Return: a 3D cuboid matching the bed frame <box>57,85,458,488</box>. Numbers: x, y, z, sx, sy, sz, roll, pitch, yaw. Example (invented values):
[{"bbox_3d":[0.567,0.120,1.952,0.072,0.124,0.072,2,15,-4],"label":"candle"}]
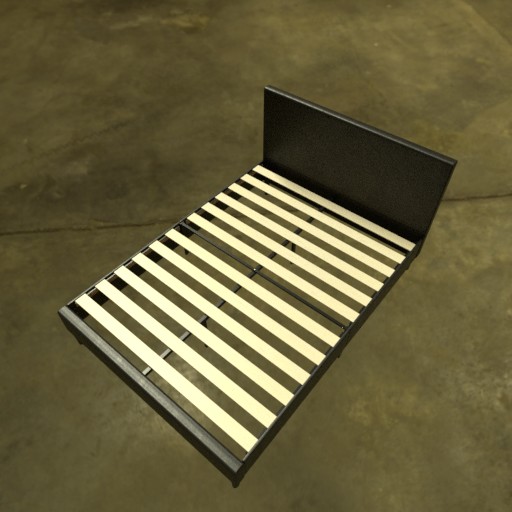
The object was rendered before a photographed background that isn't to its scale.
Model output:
[{"bbox_3d":[0.000,0.000,3.165,1.634,1.127,2.318,32,56,25],"label":"bed frame"}]
